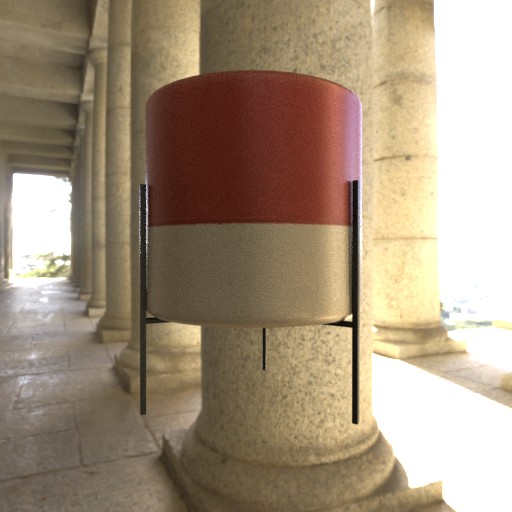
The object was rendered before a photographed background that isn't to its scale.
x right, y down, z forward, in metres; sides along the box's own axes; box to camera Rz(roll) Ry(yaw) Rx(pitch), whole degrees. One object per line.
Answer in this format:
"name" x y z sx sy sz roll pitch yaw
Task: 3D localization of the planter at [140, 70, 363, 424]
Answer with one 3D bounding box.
"planter" 0.000 0.000 0.718 0.354 0.465 0.345 0 1 37
